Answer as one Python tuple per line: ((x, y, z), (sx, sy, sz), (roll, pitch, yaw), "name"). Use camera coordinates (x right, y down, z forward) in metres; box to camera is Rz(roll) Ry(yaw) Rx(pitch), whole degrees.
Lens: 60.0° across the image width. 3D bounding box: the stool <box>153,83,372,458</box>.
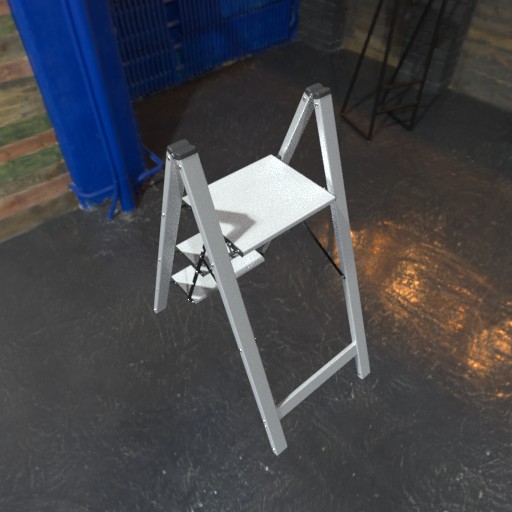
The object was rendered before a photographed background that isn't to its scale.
((0.000, 0.000, 1.302), (0.441, 0.902, 0.730), (-31, 54, -26), "stool")
